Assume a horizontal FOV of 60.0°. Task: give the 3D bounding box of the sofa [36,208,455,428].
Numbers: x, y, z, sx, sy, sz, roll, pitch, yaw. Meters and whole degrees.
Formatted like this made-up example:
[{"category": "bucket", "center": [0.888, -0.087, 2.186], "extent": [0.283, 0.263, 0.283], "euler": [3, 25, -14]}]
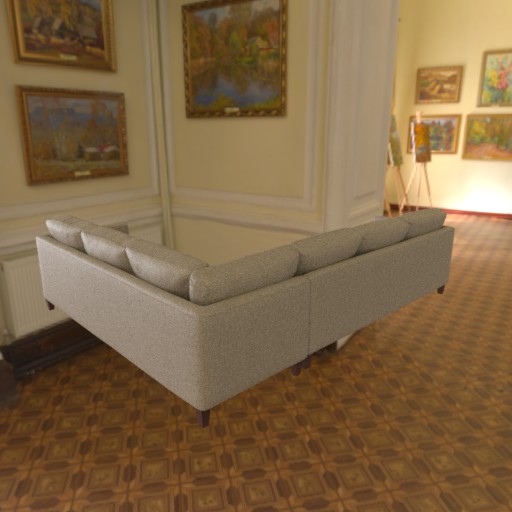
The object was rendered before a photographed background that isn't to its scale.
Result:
[{"category": "sofa", "center": [0.000, 0.000, 4.395], "extent": [3.302, 0.947, 2.593], "euler": [-15, 22, -42]}]
